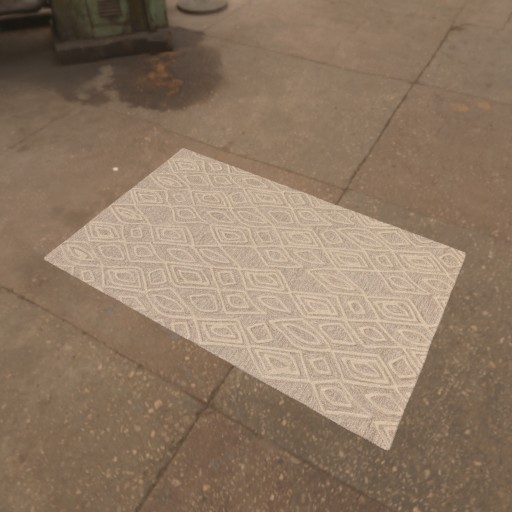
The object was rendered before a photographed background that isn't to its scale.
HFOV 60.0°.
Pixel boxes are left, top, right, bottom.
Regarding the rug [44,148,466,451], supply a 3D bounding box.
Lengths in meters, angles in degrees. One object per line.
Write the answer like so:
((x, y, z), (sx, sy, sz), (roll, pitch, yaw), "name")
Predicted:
((0.000, 0.000, 3.012), (2.442, 0.010, 1.546), (24, 52, 21), "rug")
